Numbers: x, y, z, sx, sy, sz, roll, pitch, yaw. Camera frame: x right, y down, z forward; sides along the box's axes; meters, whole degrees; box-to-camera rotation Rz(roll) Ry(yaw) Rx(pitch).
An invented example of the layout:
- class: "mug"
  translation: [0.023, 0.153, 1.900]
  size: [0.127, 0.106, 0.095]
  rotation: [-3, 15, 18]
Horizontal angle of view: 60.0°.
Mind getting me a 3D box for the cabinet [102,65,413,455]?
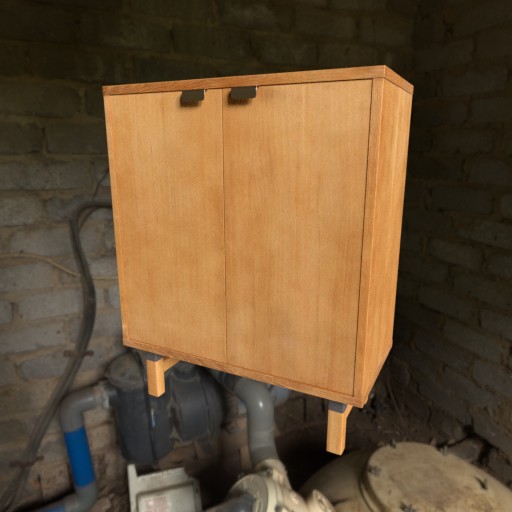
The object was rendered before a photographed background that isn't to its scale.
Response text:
- class: "cabinet"
  translation: [0.000, 0.000, 1.388]
  size: [0.800, 1.001, 0.419]
  rotation: [7, 16, 26]
